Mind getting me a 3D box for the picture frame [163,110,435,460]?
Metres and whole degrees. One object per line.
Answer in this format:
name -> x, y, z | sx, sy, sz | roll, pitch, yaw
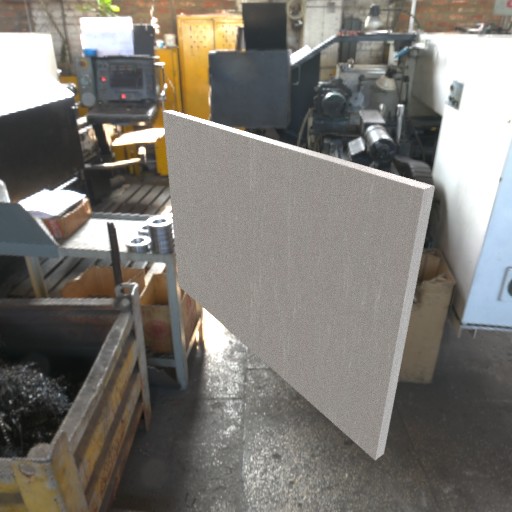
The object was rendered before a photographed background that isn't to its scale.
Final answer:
picture frame -> 0.000, 0.000, 1.206 | 0.029, 0.640, 0.950 | -19, 32, -32
